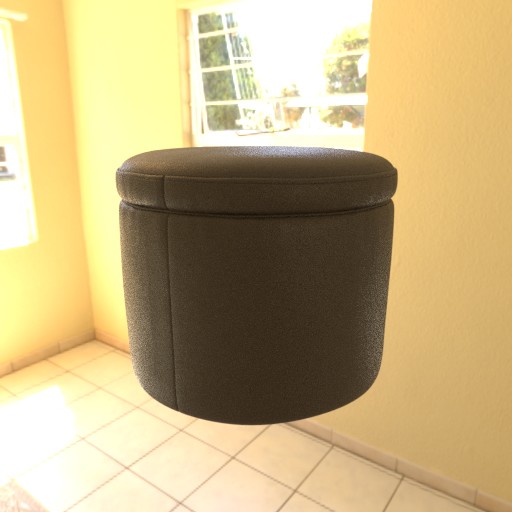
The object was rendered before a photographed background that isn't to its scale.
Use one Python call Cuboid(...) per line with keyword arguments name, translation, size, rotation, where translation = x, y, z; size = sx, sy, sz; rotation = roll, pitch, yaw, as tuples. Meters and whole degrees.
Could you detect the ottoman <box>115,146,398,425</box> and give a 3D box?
Cuboid(name="ottoman", translation=(0.000, 0.000, 0.856), size=(0.500, 0.409, 0.500), rotation=(0, 15, 0))
